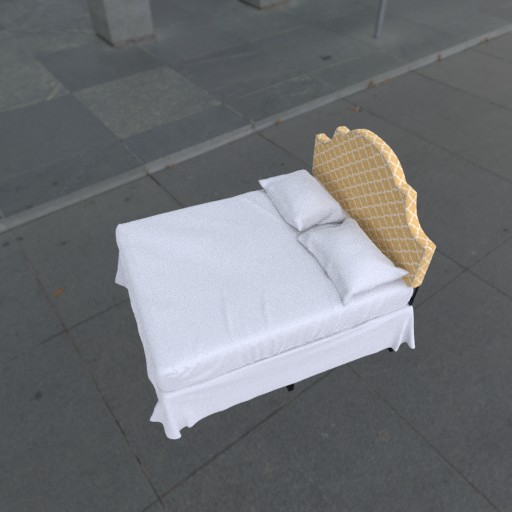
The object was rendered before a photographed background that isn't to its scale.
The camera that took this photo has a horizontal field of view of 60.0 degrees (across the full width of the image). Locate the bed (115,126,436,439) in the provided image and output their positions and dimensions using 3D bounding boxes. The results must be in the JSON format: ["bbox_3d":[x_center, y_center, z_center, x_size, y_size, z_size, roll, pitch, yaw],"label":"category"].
[{"bbox_3d":[0.000,0.000,3.495,2.222,1.633,1.780,-16,48,-15],"label":"bed"}]
